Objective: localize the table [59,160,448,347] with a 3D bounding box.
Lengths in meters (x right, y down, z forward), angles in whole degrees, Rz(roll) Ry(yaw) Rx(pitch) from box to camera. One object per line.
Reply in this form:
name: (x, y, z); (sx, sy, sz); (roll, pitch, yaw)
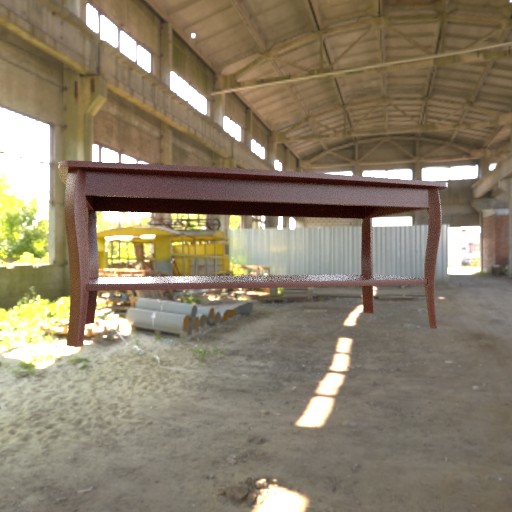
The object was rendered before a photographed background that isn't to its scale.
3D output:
table: (0.000, 0.000, 1.508); (1.216, 0.473, 0.561); (0, 0, -16)
